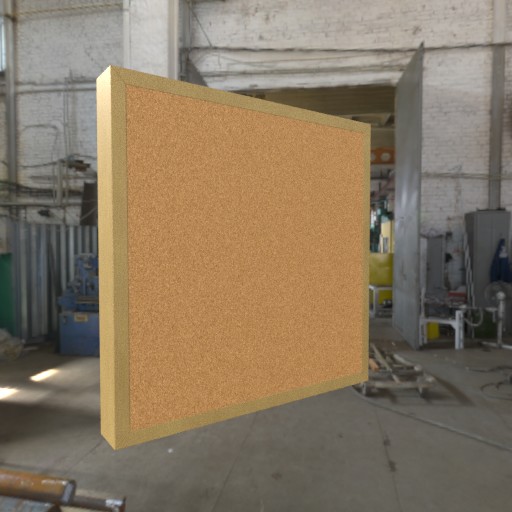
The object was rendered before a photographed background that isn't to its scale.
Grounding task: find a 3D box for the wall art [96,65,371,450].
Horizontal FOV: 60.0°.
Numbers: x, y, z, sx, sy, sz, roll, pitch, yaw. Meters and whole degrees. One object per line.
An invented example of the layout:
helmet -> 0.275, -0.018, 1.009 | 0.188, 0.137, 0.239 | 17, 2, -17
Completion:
wall art -> 0.000, 0.000, 0.453 | 0.305, 0.305, 0.038 | -1, 3, -36
